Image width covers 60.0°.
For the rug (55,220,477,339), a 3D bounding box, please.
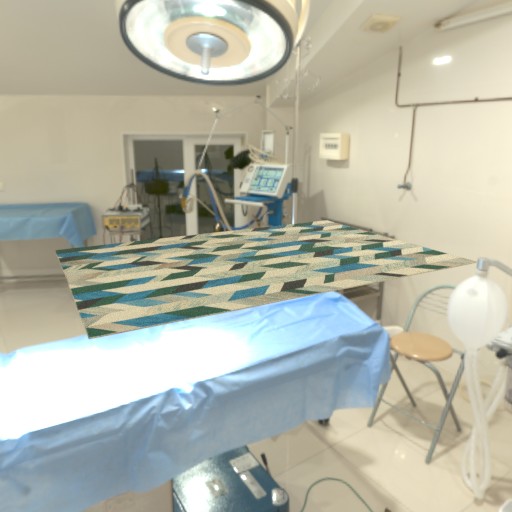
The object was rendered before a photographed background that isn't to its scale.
[{"bbox_3d":[0.000,0.000,2.300,1.827,0.005,1.229,-8,17,-27],"label":"rug"}]
